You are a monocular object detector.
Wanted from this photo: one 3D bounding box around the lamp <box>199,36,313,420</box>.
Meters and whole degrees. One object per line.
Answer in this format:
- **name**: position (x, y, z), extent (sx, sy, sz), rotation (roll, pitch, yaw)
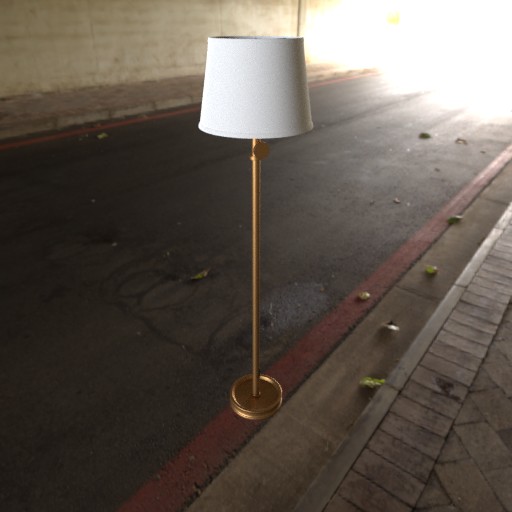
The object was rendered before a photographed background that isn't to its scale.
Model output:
- **lamp**: position (0.000, 0.000, 0.802), extent (0.178, 0.710, 0.178), rotation (0, 28, 0)
